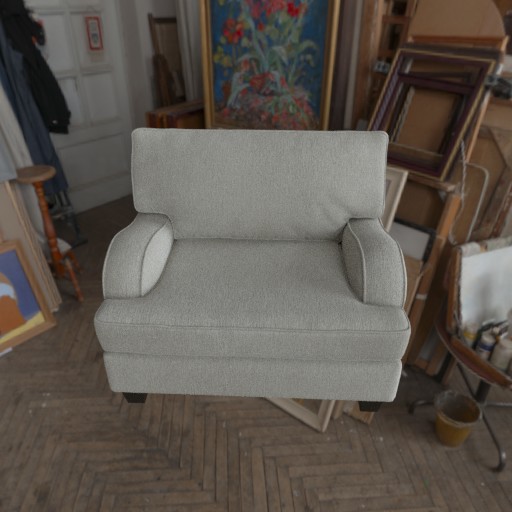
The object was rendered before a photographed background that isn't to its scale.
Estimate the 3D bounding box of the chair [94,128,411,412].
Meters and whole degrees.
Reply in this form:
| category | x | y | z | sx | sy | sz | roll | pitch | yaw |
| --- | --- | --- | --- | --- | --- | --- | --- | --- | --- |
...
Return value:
| category | x | y | z | sx | sy | sz | roll | pitch | yaw |
| --- | --- | --- | --- | --- | --- | --- | --- | --- | --- |
| chair | 0.000 | 0.000 | 2.052 | 1.220 | 1.016 | 1.041 | 1 | 31 | 2 |
